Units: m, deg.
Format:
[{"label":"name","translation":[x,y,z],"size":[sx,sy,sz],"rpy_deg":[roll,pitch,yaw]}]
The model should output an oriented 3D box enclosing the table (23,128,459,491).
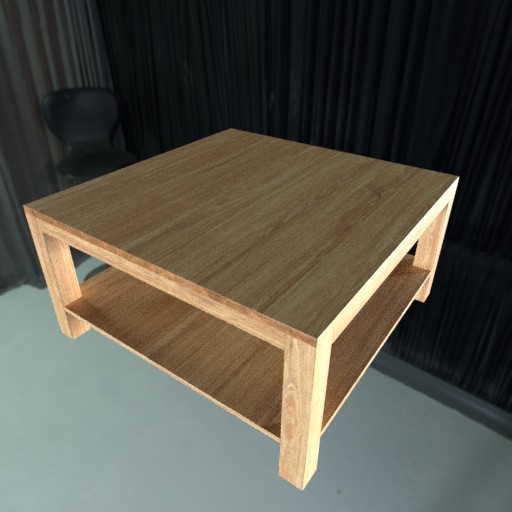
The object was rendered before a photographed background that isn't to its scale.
[{"label":"table","translation":[0.000,0.000,1.400],"size":[0.900,0.450,0.900],"rpy_deg":[21,37,30]}]
